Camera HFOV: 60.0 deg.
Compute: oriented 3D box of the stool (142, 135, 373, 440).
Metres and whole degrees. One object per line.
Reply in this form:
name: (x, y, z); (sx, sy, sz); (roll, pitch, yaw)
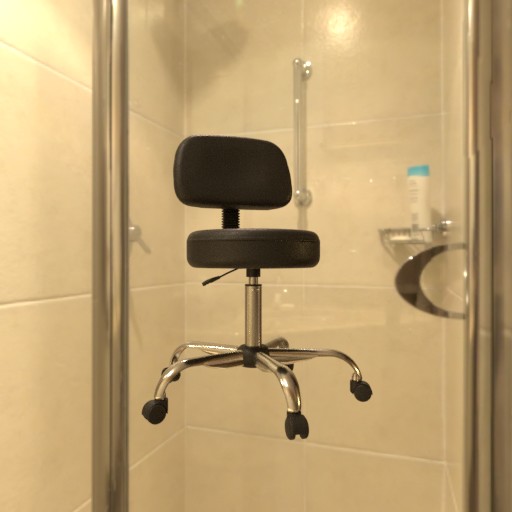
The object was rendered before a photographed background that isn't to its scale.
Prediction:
stool: (0.000, 0.000, 1.324); (0.673, 0.862, 0.648); (0, 0, -19)
